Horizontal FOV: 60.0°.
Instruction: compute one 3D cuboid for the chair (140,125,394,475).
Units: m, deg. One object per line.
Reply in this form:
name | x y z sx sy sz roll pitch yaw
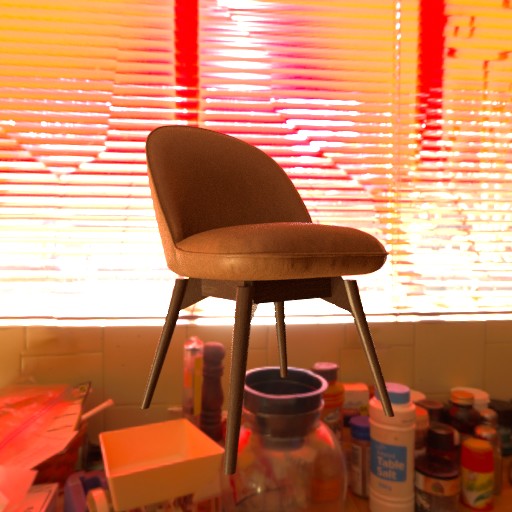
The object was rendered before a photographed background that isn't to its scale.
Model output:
chair | 0.000 0.000 1.209 0.521 0.831 0.631 -1 1 -36
